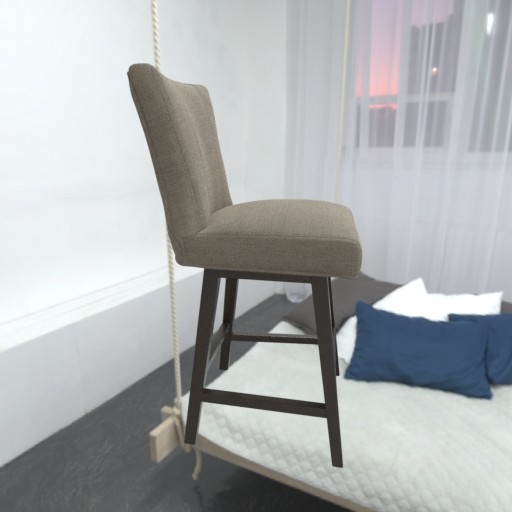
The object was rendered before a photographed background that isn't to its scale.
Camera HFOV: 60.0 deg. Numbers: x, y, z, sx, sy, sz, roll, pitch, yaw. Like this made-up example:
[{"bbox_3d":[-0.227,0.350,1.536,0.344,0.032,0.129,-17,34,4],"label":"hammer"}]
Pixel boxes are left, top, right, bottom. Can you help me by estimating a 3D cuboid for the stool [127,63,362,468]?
[{"bbox_3d":[0.000,0.000,1.308,0.574,1.000,0.514,2,15,9],"label":"stool"}]
